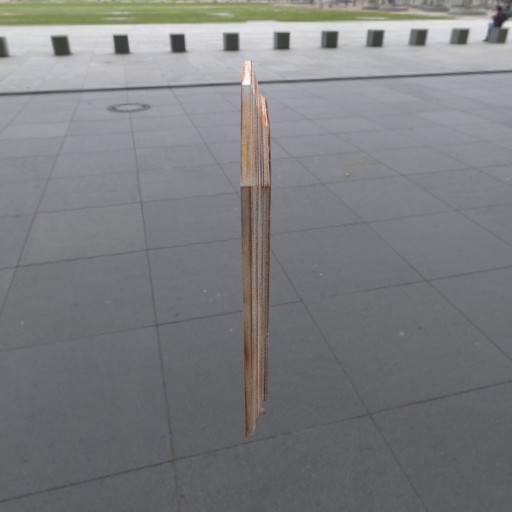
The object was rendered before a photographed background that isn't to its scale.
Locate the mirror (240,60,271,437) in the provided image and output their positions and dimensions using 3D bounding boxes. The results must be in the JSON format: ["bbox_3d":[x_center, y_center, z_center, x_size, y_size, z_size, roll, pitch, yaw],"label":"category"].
[{"bbox_3d":[0.000,0.000,1.303,0.061,1.015,0.709,0,30,0],"label":"mirror"}]
